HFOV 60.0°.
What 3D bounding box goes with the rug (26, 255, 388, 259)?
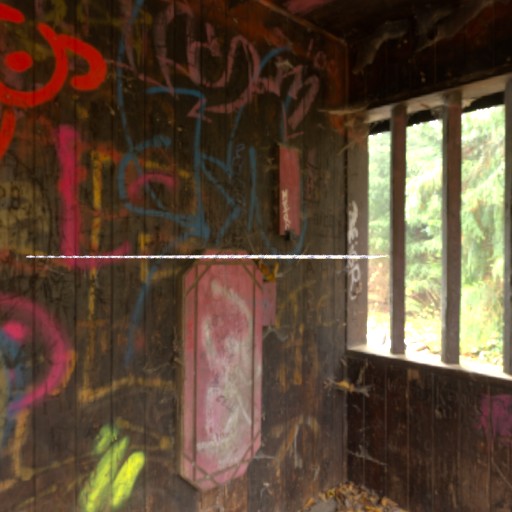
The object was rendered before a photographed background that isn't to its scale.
[{"bbox_3d":[0.000,0.000,4.491,2.471,0.016,3.416,0,0,18],"label":"rug"}]
